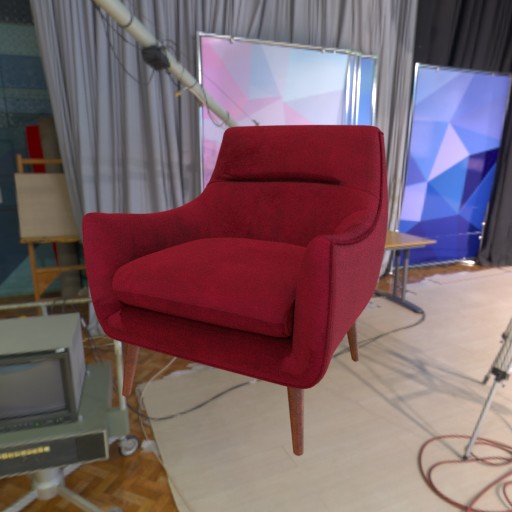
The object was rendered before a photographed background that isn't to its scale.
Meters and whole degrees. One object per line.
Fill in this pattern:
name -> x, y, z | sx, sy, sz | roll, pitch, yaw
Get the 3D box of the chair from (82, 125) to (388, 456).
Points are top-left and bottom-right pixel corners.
chair -> 0.000, 0.000, 1.455 | 0.762, 0.838, 0.787 | 8, 17, 26
